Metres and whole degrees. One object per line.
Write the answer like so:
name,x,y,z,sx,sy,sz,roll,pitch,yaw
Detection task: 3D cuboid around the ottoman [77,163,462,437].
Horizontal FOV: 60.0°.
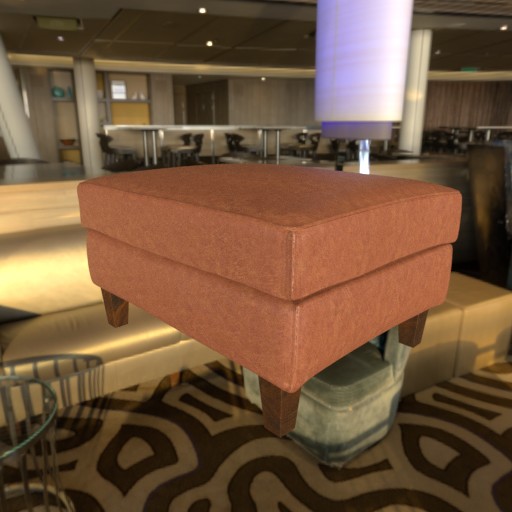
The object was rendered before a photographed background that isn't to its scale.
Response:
ottoman,0.000,0.000,1.226,0.650,0.485,0.851,-15,22,-42
